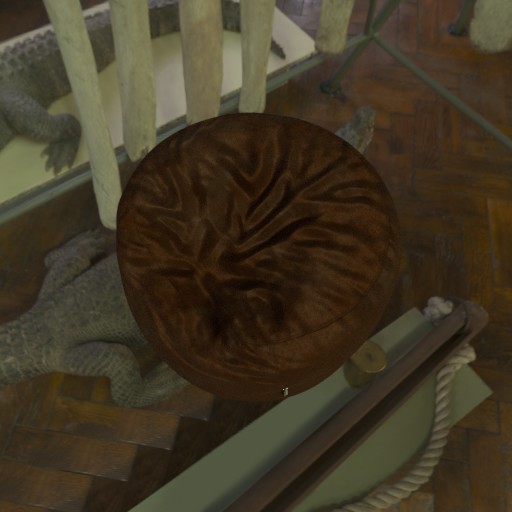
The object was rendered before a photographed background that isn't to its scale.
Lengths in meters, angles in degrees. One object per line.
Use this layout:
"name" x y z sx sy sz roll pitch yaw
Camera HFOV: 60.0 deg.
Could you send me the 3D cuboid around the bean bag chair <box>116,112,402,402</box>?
"bean bag chair" 0.000 0.000 1.535 0.918 0.616 0.918 0 63 0
